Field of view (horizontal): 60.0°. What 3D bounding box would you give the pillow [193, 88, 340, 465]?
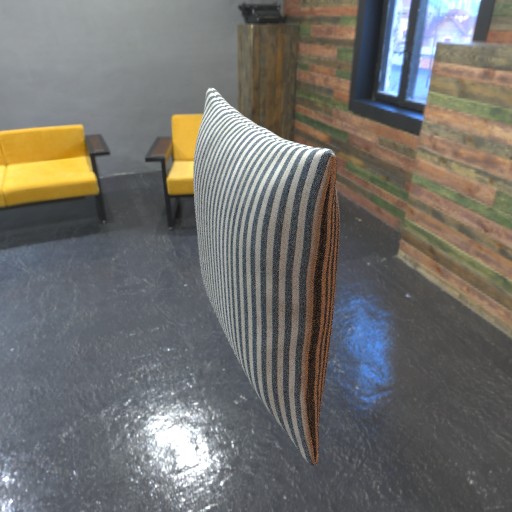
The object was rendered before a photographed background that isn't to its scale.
[{"bbox_3d":[0.000,0.000,0.801,0.166,0.510,0.523,-10,30,-17],"label":"pillow"}]
